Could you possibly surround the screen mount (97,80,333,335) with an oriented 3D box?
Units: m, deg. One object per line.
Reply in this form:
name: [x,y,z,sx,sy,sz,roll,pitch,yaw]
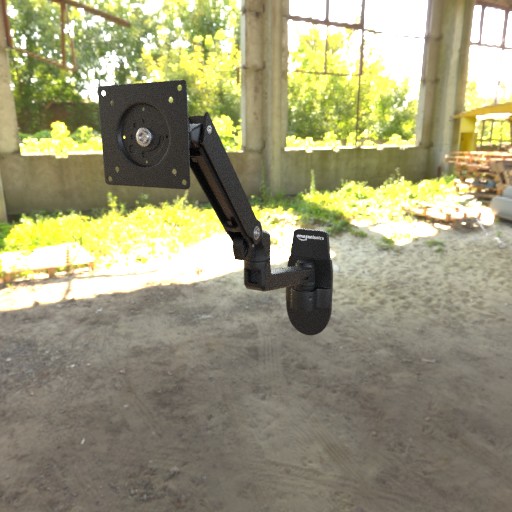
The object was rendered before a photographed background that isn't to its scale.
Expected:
screen mount: [0.000,0.000,0.708,0.115,0.466,0.495,8,16,27]
